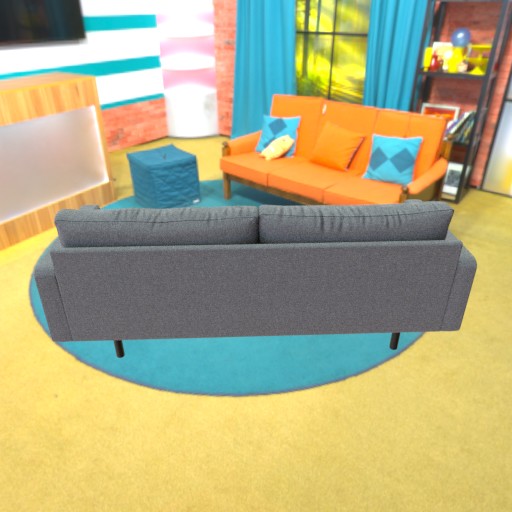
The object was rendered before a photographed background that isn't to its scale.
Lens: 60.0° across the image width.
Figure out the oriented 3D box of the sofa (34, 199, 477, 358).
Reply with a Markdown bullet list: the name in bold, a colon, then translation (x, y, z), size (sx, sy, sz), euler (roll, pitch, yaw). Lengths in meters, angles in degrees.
- **sofa**: translation (0.000, 0.000, 2.640), size (2.200, 0.880, 0.880), euler (-1, 30, -2)
